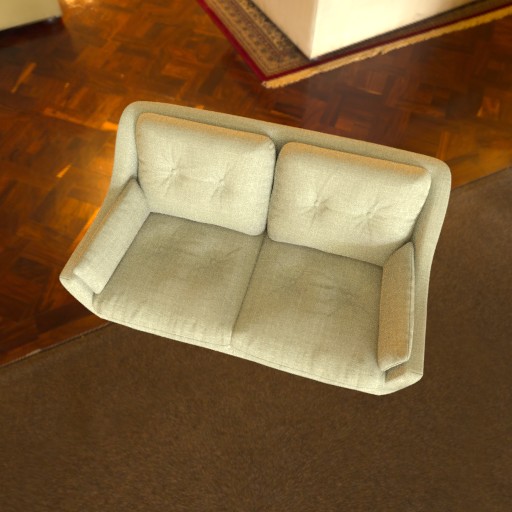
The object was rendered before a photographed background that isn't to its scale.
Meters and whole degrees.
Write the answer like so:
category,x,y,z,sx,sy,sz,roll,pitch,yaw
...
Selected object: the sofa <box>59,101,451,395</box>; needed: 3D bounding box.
category,x,y,z,sx,sy,sz,roll,pitch,yaw
sofa,0.000,0.000,2.210,1.652,0.888,0.965,14,60,8
